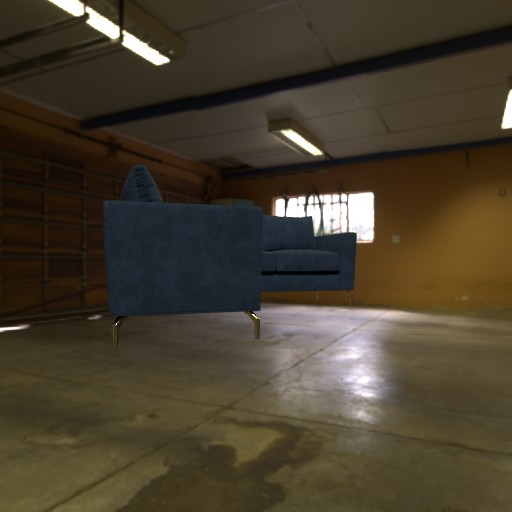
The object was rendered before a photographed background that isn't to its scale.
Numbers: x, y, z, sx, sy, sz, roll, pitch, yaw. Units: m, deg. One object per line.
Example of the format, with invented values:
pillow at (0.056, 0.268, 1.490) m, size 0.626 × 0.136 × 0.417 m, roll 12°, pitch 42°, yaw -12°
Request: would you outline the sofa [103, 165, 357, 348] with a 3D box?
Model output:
sofa at (0.000, 0.000, 3.779) m, size 2.463 × 0.988 × 2.472 m, roll 0°, pitch -1°, yaw -19°
